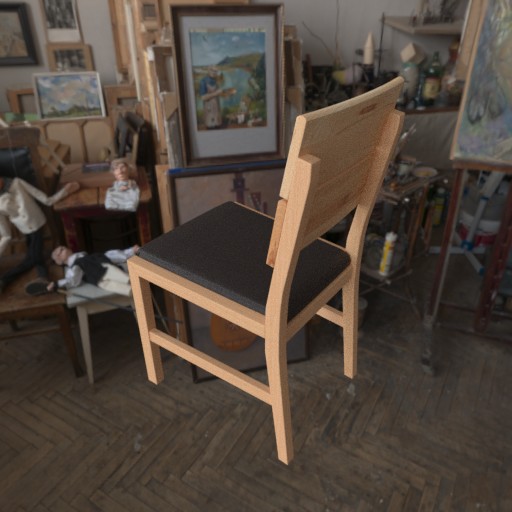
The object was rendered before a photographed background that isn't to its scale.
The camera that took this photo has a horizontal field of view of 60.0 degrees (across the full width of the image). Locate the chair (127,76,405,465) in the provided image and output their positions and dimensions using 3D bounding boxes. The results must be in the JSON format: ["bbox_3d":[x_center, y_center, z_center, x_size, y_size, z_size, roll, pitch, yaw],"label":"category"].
[{"bbox_3d":[0.000,0.000,1.253,0.560,0.950,0.475,22,38,31],"label":"chair"}]
